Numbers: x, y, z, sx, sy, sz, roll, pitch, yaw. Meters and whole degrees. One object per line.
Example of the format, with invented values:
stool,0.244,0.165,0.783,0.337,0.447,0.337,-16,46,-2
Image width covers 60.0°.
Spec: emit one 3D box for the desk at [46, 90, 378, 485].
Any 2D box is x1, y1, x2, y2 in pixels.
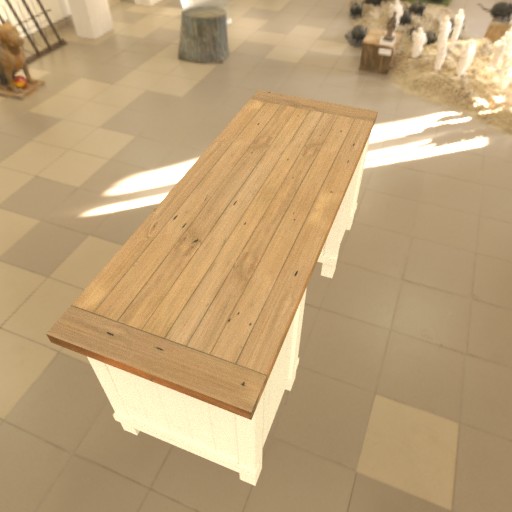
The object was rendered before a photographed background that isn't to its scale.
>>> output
desk,0.000,0.000,2.147,0.688,0.760,1.803,16,48,15
